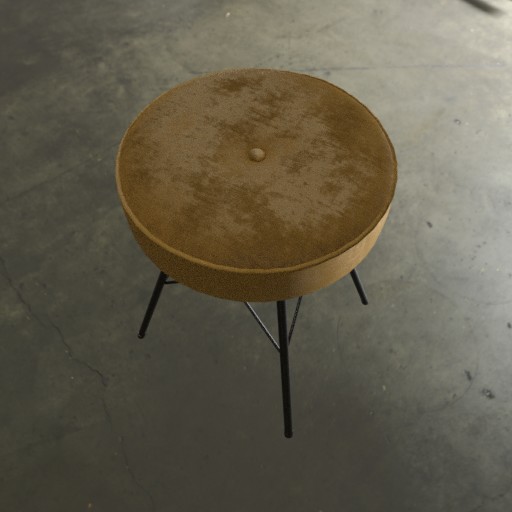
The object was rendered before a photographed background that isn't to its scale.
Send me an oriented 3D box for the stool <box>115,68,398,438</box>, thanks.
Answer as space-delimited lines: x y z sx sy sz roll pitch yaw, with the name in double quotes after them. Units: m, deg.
0.000 0.000 0.906 0.472 0.595 0.438 31 62 18 "stool"
